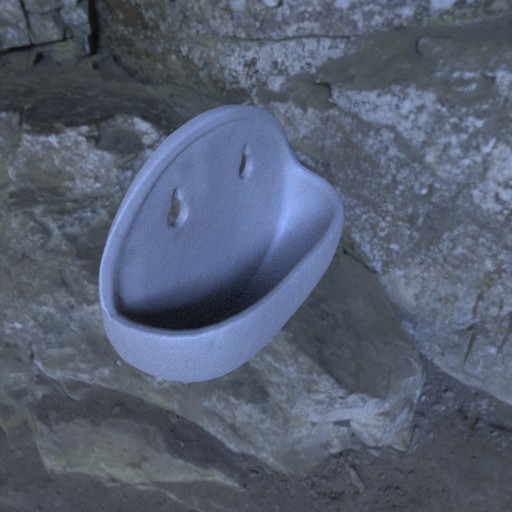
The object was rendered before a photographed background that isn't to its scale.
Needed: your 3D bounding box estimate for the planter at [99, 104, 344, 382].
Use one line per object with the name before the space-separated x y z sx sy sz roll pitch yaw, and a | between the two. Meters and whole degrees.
planter | 0.000 0.000 0.273 0.073 0.164 0.190 24 45 26
